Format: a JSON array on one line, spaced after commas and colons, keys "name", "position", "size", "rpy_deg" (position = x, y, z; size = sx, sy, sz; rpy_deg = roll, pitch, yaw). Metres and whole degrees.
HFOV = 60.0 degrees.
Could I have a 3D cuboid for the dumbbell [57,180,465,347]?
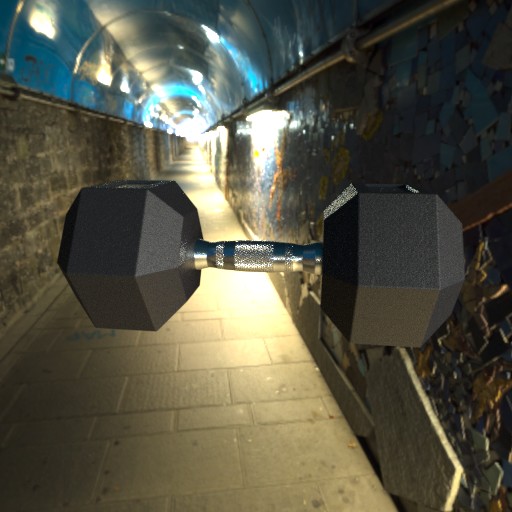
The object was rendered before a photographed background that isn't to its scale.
[{"name": "dumbbell", "position": [0.000, 0.000, 0.434], "size": [0.361, 0.137, 0.157], "rpy_deg": [2, 15, 8]}]
